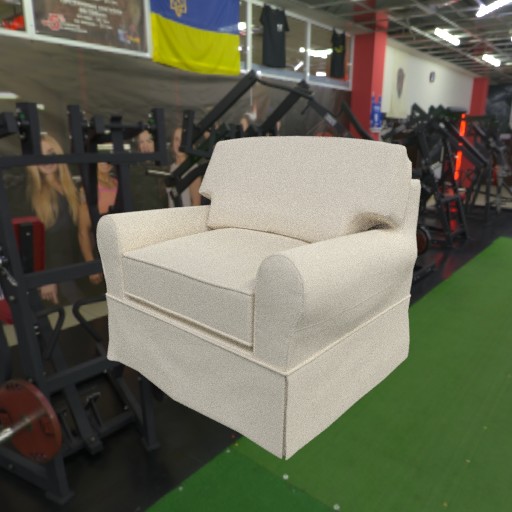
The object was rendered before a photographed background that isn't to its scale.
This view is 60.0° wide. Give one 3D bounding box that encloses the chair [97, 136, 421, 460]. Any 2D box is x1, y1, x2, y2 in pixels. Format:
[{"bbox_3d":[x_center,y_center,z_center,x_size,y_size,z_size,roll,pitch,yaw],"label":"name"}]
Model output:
[{"bbox_3d":[0.000,0.000,1.841,1.099,0.958,0.904,13,20,40],"label":"chair"}]
